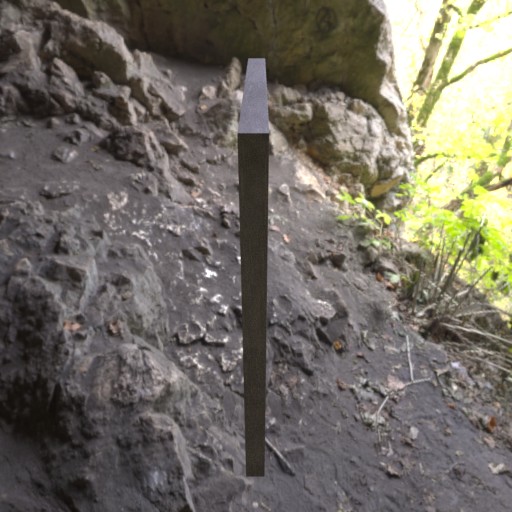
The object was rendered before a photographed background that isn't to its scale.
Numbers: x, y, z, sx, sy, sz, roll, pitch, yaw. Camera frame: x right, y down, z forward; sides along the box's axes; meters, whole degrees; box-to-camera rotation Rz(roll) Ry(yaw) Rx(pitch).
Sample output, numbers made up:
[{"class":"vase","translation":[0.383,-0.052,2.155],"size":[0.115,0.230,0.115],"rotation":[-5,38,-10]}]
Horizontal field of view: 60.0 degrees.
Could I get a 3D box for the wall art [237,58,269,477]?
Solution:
[{"class":"wall art","translation":[0.000,0.000,0.708],"size":[0.032,0.521,0.421],"rotation":[0,32,0]}]
